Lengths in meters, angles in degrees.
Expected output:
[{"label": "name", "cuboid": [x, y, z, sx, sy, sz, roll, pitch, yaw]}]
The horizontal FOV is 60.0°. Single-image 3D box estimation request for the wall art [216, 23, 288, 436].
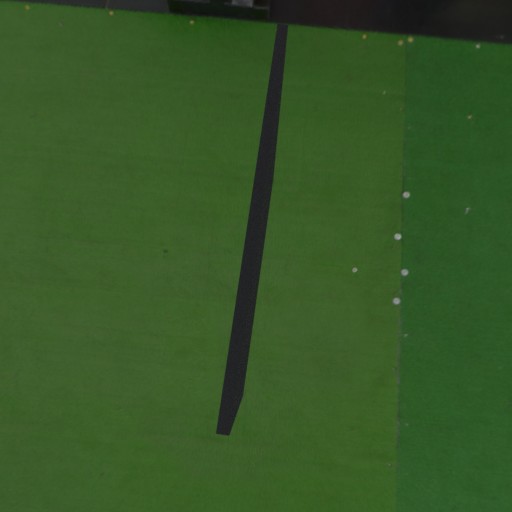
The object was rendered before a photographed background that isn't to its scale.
[{"label": "wall art", "cuboid": [0.000, 0.000, 0.691, 0.013, 0.458, 0.456, 8, 77, 2]}]
